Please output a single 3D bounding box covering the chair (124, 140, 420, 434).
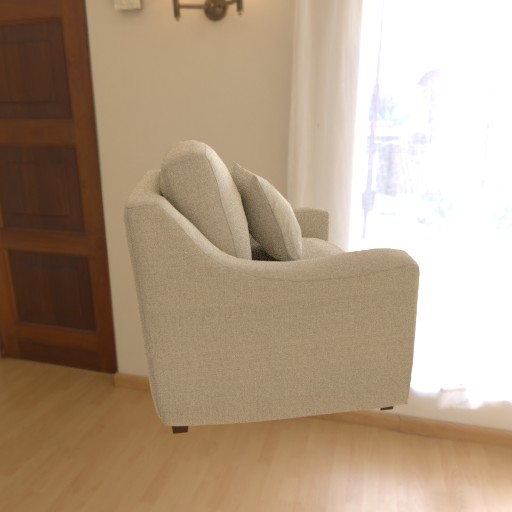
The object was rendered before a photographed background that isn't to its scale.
[{"bbox_3d":[0.000,0.000,2.023,1.009,1.016,1.178,-3,16,-10],"label":"chair"}]
